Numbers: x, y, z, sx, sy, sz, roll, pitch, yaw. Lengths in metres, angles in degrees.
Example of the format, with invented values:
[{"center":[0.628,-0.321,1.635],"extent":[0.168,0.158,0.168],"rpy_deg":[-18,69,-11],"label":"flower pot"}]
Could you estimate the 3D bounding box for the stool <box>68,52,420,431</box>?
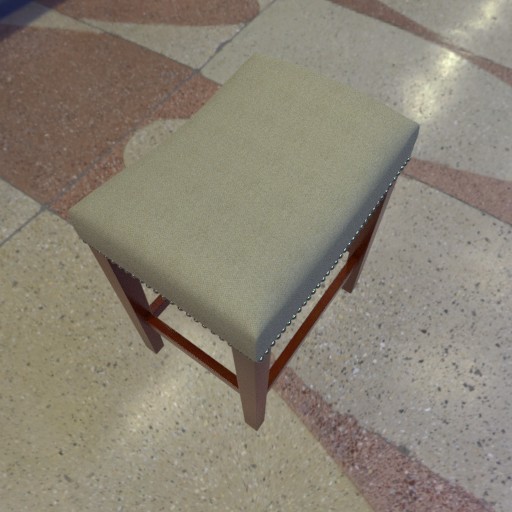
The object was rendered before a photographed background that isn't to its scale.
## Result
[{"center":[0.000,0.000,0.973],"extent":[0.375,0.632,0.509],"rpy_deg":[32,64,18],"label":"stool"}]
